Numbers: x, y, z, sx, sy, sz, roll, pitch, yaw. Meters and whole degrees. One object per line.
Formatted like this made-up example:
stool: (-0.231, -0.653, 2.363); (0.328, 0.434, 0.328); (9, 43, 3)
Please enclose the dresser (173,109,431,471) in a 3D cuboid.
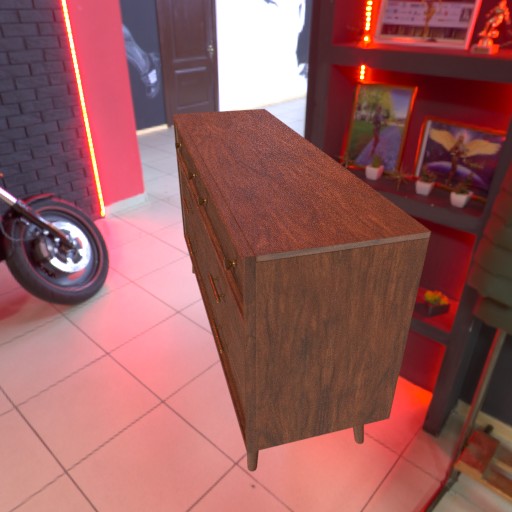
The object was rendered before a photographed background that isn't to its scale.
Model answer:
dresser: (0.000, 0.000, 1.884); (0.500, 0.889, 1.472); (-8, 31, -13)
